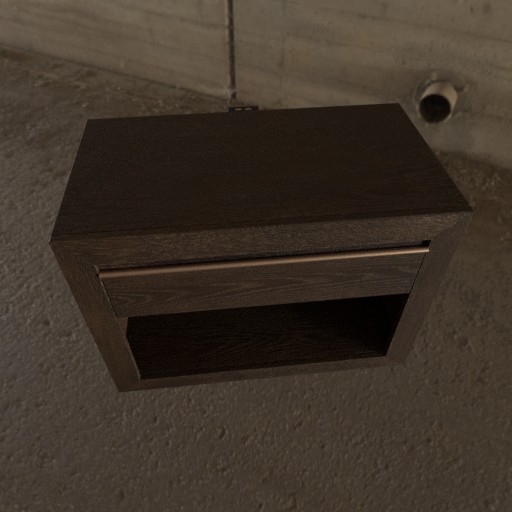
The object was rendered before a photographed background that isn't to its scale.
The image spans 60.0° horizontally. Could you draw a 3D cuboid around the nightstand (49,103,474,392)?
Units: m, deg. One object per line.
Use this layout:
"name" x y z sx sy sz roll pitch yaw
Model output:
"nightstand" 0.000 0.000 1.173 0.775 0.612 0.457 -4 46 -4
